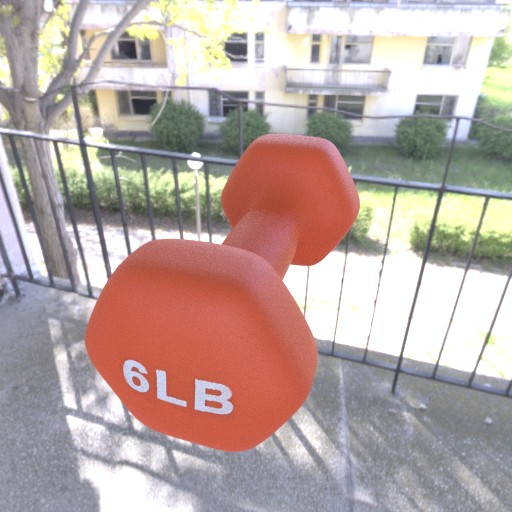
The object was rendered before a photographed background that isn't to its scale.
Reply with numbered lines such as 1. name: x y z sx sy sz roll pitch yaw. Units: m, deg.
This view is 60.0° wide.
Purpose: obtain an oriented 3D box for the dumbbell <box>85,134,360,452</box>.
1. dumbbell: 0.000 0.000 0.198 0.079 0.071 0.162 10 32 15
